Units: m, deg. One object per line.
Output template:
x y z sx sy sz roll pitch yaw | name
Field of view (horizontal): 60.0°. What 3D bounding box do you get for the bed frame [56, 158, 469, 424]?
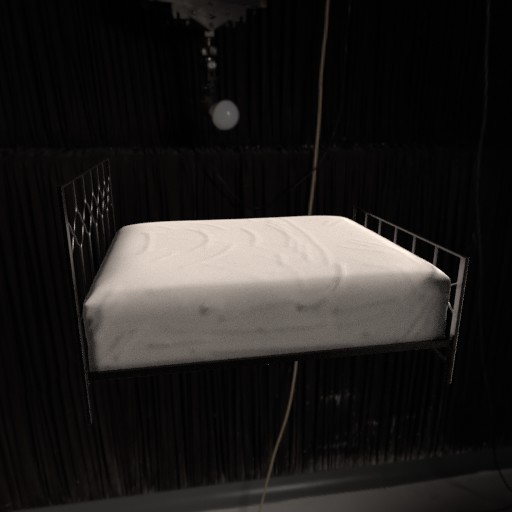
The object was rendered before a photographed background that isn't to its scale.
0.000 0.000 3.033 2.063 1.222 1.597 -3 17 -10 | bed frame
